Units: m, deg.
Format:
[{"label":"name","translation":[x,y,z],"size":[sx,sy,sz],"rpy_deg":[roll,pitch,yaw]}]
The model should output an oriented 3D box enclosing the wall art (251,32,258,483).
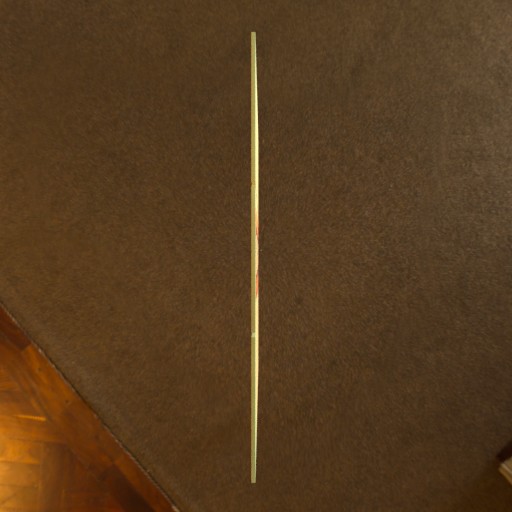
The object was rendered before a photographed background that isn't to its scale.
[{"label":"wall art","translation":[0.000,0.000,2.252],"size":[0.013,1.523,1.517],"rpy_deg":[0,91,1]}]
